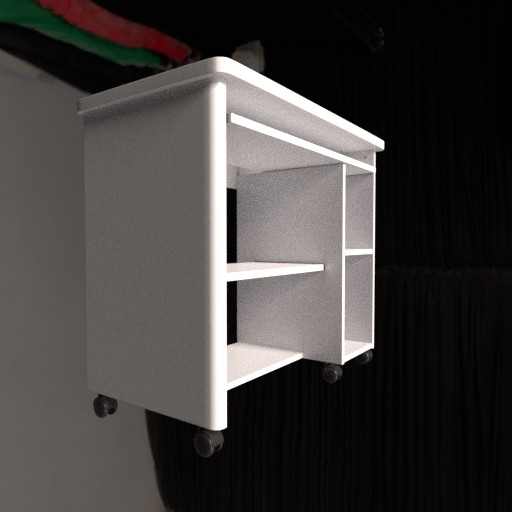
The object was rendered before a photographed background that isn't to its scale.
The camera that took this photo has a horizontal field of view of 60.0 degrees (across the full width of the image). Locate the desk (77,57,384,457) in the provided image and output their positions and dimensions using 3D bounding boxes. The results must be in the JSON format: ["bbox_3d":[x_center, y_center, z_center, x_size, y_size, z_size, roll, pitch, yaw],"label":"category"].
[{"bbox_3d":[0.000,0.000,1.305,0.475,0.763,0.877,1,2,35],"label":"desk"}]
